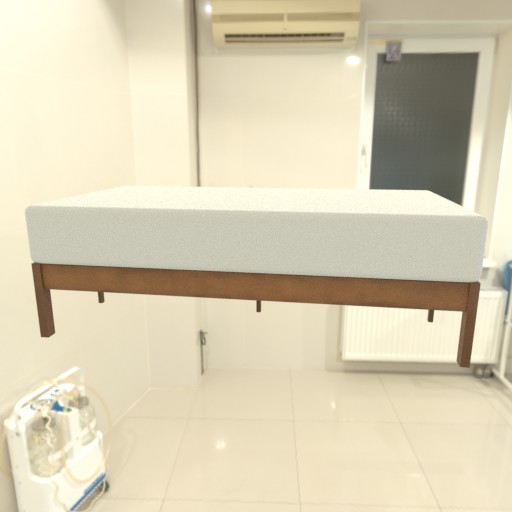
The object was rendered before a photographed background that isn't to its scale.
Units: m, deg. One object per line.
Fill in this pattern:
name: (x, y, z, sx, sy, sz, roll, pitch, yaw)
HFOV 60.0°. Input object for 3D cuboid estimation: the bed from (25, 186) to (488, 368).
bed: (0.000, 0.000, 2.312, 1.902, 0.616, 0.961, 2, 14, 9)
